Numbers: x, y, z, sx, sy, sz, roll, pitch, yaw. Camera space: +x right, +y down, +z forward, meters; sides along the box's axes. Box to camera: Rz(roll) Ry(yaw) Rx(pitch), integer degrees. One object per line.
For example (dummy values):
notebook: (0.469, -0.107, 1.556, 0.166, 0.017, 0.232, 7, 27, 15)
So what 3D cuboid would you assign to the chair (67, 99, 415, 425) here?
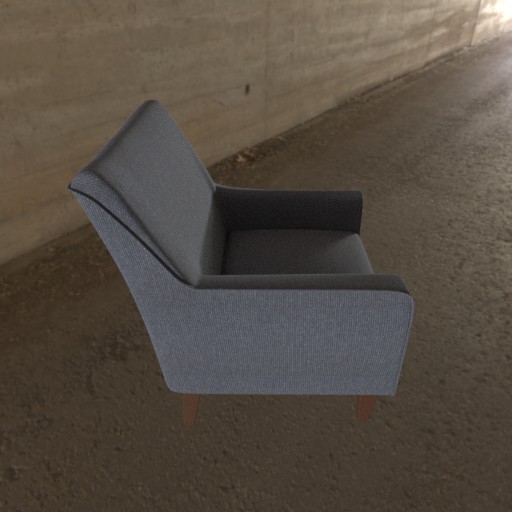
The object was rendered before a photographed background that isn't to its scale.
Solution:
chair: (0.000, 0.000, 1.591, 0.899, 0.919, 0.780, 0, 32, 0)
